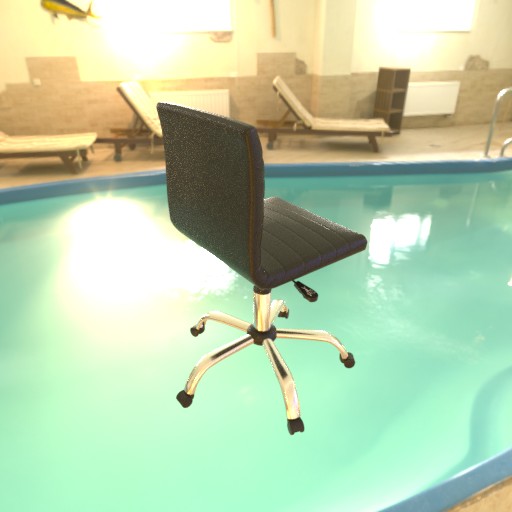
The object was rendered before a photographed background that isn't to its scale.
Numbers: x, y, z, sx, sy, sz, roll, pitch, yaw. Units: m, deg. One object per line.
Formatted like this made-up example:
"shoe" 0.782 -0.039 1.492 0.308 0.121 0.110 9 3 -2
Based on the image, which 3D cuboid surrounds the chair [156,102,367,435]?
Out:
"chair" 0.000 0.000 1.191 0.530 0.780 0.556 -18 33 -32
